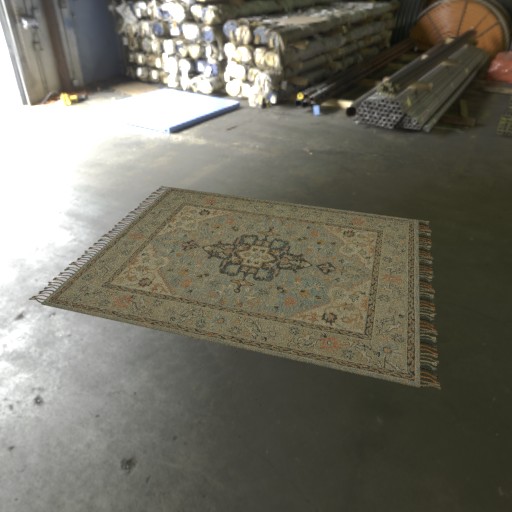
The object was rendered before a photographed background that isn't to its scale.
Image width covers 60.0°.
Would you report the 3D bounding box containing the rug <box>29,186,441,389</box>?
[{"bbox_3d":[0.000,0.000,4.207,3.221,0.011,2.379,9,34,14],"label":"rug"}]
